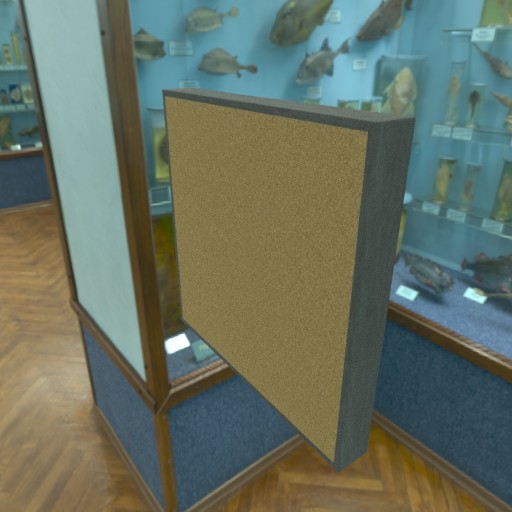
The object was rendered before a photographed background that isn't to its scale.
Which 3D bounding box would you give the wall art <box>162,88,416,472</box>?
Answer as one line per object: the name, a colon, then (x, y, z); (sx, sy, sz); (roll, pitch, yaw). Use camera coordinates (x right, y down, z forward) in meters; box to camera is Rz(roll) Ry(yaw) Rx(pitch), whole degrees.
wall art: (0.000, 0.000, 0.452); (0.038, 0.302, 0.303); (-17, 30, -32)
